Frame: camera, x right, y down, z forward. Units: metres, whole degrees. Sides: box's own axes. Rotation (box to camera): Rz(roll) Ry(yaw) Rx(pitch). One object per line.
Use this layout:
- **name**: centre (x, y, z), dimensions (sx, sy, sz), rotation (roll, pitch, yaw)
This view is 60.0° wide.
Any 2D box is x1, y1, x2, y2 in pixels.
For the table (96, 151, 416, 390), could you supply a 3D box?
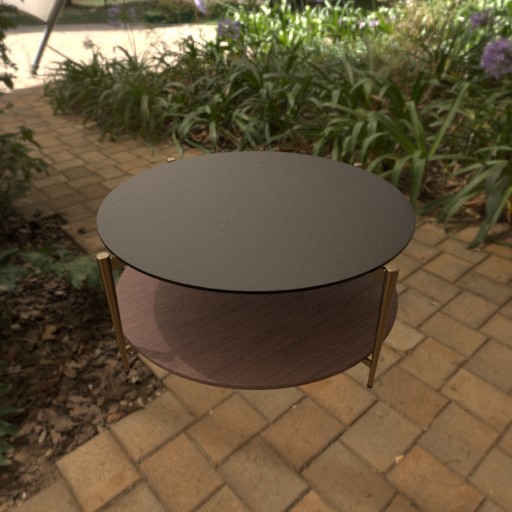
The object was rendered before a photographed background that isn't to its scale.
- **table**: centre (0.000, 0.000, 1.465), dimensions (0.938, 0.400, 0.938), rotation (11, 33, 17)
